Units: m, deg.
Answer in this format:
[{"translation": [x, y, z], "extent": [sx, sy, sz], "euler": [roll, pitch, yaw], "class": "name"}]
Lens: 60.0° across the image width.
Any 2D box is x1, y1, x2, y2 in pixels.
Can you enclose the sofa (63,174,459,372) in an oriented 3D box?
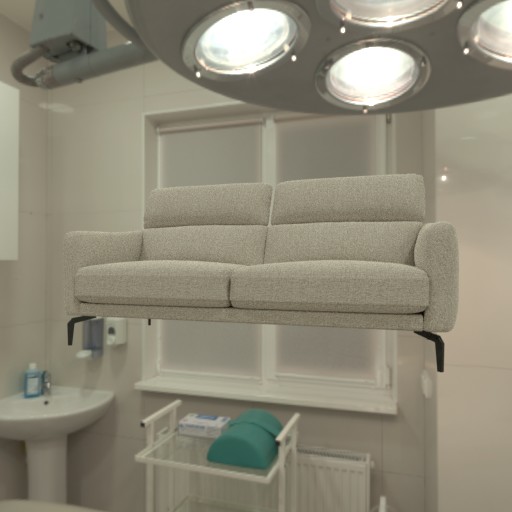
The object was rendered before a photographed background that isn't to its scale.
[{"translation": [0.000, 0.000, 2.462], "extent": [2.015, 0.956, 0.856], "euler": [0, -1, 18], "class": "sofa"}]
